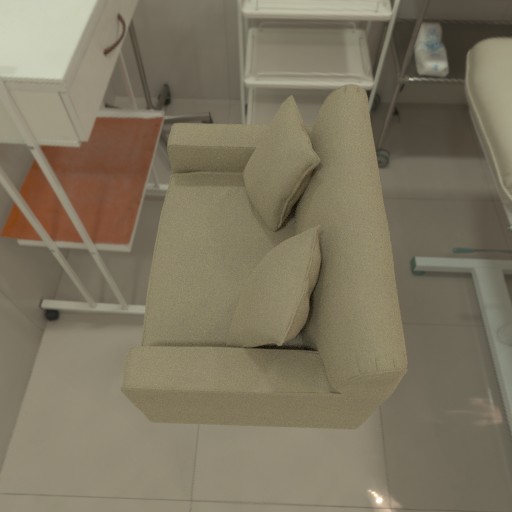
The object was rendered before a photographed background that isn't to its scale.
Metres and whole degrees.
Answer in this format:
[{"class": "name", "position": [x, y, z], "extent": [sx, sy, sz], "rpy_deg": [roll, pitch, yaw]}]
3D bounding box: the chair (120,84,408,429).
[{"class": "chair", "position": [0.000, 0.000, 2.059], "extent": [1.000, 0.948, 1.383], "rpy_deg": [2, 58, 1]}]
